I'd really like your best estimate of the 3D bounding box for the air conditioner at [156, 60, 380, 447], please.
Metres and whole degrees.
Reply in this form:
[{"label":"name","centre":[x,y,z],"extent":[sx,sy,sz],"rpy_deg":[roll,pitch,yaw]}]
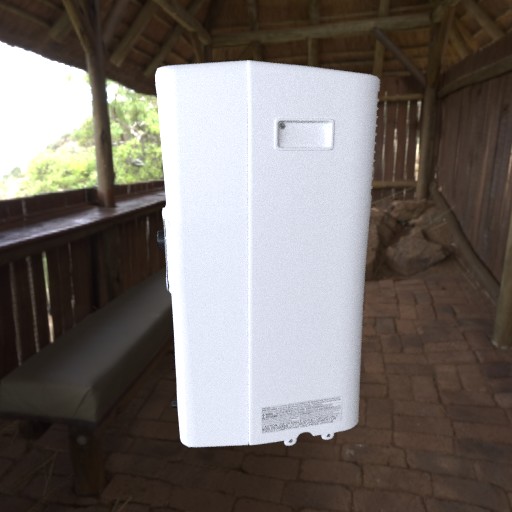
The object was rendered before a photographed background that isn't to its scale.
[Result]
[{"label":"air conditioner","centre":[0.000,0.000,0.799],"extent":[0.349,0.606,0.304],"rpy_deg":[-3,15,-10]}]
